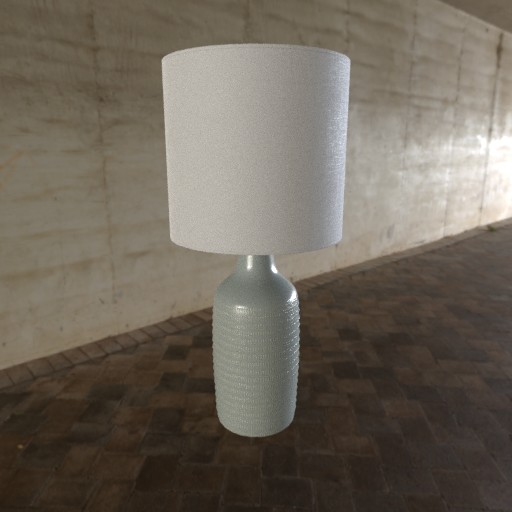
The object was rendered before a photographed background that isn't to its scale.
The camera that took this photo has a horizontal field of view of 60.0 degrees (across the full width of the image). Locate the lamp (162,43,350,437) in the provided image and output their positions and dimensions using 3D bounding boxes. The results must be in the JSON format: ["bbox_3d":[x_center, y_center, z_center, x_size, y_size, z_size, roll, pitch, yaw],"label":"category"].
[{"bbox_3d":[0.000,0.000,0.588,0.220,0.475,0.220,-2,15,-10],"label":"lamp"}]
